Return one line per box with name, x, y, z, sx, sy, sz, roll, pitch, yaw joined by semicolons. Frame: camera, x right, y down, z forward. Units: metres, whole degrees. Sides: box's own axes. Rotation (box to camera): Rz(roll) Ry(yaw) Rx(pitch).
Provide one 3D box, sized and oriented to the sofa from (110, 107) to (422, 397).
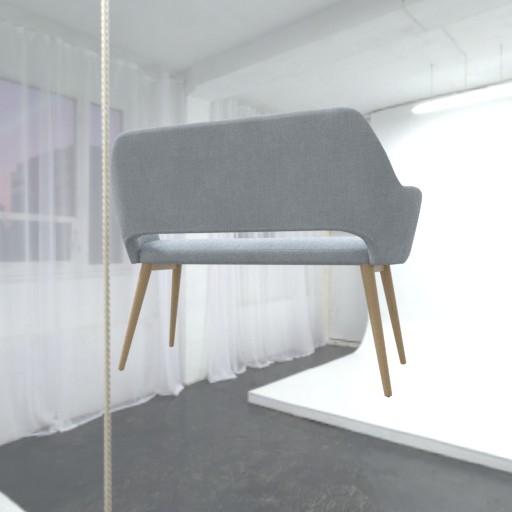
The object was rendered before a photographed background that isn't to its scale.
sofa;0.000;0.000;1.631;1.150;0.840;0.610;0;0;19
